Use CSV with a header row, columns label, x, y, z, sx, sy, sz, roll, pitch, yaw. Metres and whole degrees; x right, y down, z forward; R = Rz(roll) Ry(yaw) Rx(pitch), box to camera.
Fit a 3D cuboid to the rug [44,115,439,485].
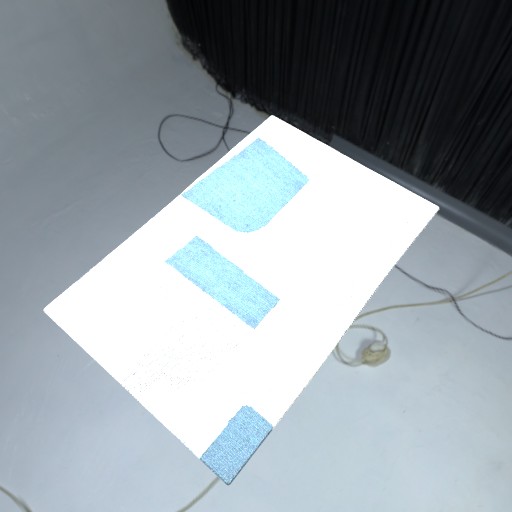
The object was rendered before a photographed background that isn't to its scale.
label,x,y,z,sx,sy,sz,roll,pitch,yaw
rug,0.000,0.000,2.384,1.238,0.020,1.847,35,64,20
